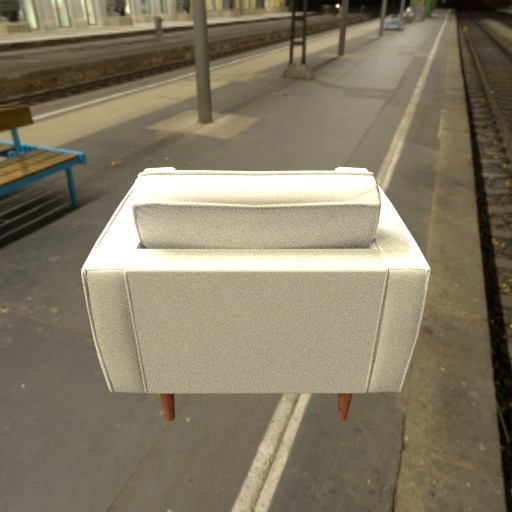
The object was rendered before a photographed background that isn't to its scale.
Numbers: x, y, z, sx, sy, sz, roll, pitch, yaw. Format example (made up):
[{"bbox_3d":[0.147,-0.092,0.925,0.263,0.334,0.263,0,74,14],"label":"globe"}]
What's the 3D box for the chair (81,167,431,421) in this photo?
[{"bbox_3d":[0.000,0.000,1.556,0.928,0.773,0.843,0,30,0],"label":"chair"}]
